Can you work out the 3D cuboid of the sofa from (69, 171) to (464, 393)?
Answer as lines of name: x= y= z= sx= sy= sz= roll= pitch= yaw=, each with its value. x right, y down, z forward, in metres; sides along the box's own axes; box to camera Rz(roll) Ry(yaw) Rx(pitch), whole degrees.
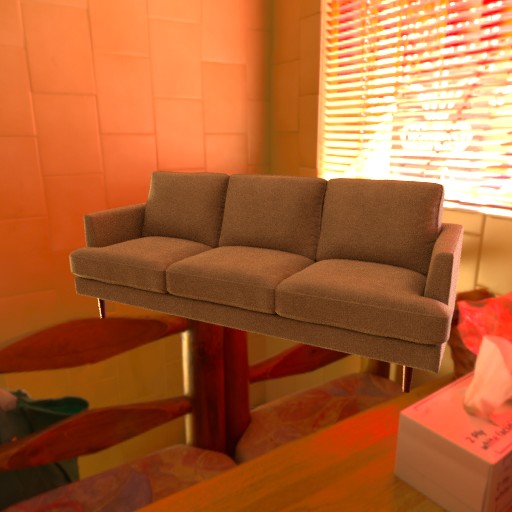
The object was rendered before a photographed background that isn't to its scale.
sofa: x=0.000 y=0.000 z=2.680 sx=2.246 sy=0.930 sz=0.903 roll=8 pitch=17 yaw=26
